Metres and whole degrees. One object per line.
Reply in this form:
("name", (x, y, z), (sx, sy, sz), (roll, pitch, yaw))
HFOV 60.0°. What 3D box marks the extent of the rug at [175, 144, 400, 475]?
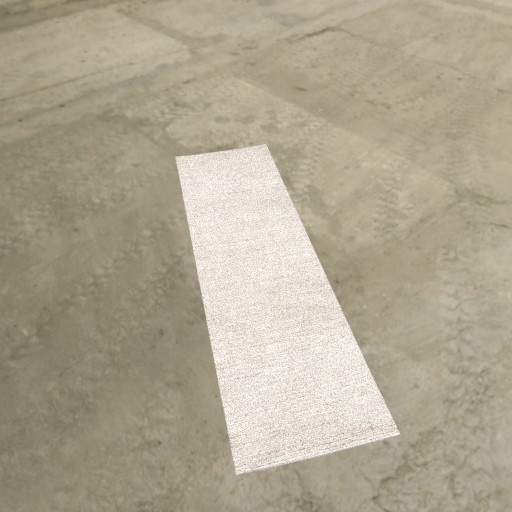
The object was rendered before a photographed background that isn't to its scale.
("rug", (0.000, 0.000, 2.614), (0.712, 0.013, 2.346), (-9, 46, -9))
